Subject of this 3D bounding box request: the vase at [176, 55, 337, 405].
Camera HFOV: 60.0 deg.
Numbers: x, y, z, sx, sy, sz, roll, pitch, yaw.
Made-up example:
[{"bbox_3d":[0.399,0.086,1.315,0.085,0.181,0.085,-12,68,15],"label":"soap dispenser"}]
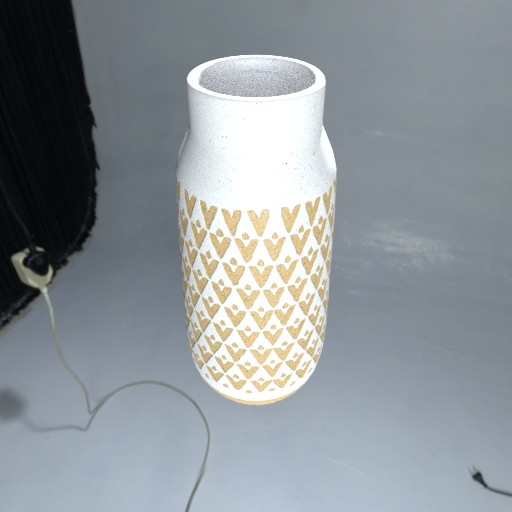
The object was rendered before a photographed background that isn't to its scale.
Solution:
[{"bbox_3d":[0.000,0.000,0.386,0.137,0.307,0.137,0,40,0],"label":"vase"}]
